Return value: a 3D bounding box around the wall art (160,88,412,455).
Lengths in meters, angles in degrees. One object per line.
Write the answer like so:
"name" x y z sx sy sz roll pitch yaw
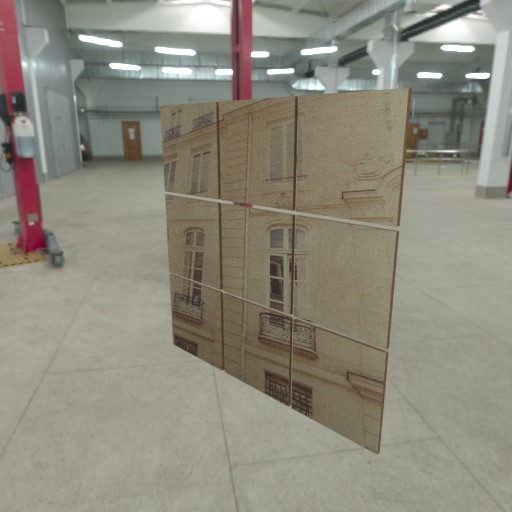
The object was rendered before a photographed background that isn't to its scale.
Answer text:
"wall art" 0.000 0.000 1.365 0.915 0.913 0.018 15 21 42
